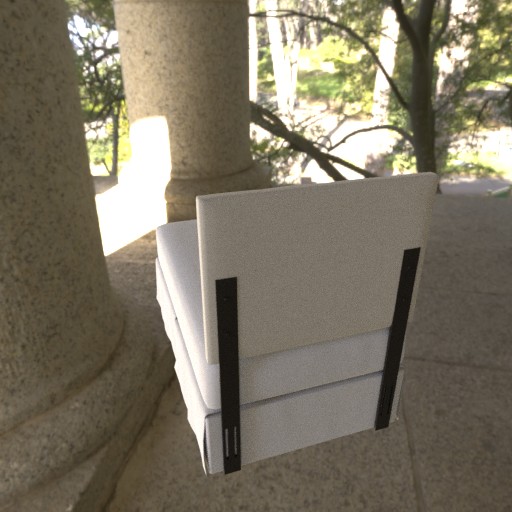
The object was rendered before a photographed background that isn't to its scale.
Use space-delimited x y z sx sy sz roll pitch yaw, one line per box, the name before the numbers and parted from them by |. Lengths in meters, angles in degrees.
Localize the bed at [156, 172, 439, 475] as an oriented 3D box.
bed | 0.000 0.000 3.050 1.261 1.571 1.997 -8 27 -17
